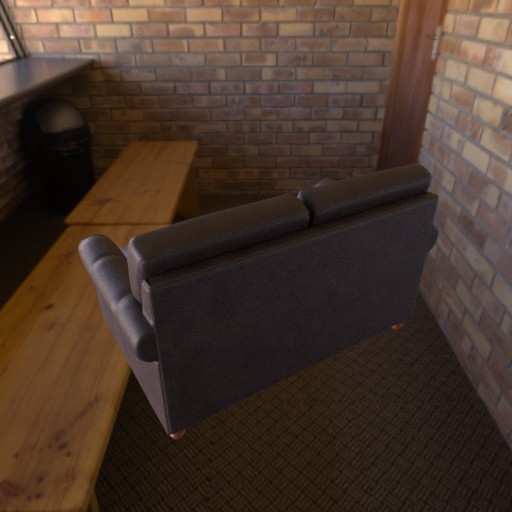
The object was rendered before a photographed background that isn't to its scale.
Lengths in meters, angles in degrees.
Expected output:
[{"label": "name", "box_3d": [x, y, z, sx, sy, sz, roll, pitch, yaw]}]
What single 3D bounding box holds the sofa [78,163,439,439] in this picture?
[{"label": "sofa", "box_3d": [0.000, 0.000, 2.386, 1.663, 0.979, 1.030, -18, 35, -28]}]
